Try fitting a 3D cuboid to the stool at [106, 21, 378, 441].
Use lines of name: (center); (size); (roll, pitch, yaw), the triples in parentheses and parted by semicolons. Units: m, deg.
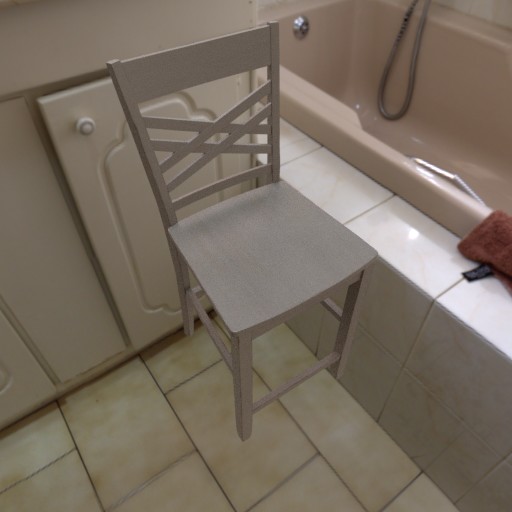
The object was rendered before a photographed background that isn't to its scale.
stool: (0.000, 0.000, 1.313); (0.462, 1.079, 0.539); (-26, 52, -22)
